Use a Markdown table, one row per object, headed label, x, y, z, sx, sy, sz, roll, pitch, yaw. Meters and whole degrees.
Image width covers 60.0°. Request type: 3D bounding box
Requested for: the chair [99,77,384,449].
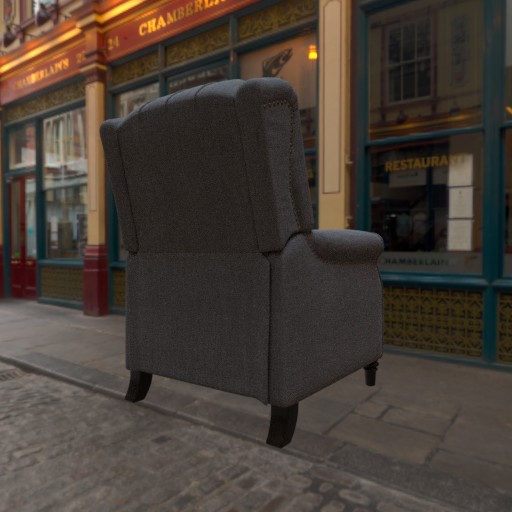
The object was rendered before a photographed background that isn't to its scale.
| label | x | y | z | sx | sy | sz | roll | pitch | yaw |
| --- | --- | --- | --- | --- | --- | --- | --- | --- | --- |
| chair | 0.000 | 0.000 | 1.651 | 0.742 | 1.035 | 0.898 | 0 | 1 | 36 |
